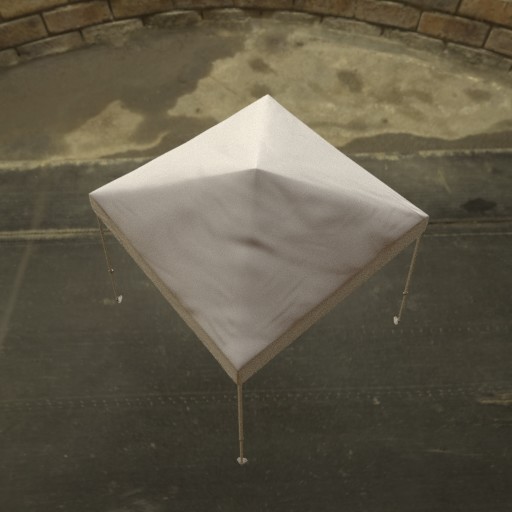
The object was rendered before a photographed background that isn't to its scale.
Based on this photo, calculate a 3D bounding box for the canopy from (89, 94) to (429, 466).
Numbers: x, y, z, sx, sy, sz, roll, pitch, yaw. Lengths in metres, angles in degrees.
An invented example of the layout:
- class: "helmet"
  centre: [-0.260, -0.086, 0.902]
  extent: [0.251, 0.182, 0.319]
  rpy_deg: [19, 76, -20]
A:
- class: "canopy"
  centre: [0.000, 0.000, 6.387]
  extent: [3.599, 3.600, 3.600]
  rpy_deg: [-36, 64, -20]
